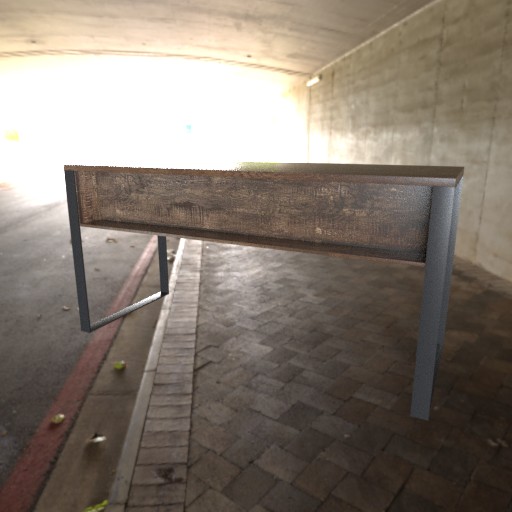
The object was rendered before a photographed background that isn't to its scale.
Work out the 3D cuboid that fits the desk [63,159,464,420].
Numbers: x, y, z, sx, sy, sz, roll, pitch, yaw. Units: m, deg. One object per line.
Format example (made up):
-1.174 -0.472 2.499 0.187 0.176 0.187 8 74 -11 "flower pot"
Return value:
0.000 0.000 1.901 1.524 0.762 0.599 7 16 26 "desk"
